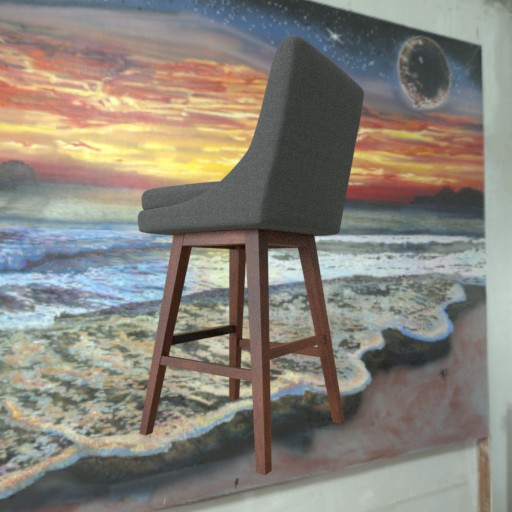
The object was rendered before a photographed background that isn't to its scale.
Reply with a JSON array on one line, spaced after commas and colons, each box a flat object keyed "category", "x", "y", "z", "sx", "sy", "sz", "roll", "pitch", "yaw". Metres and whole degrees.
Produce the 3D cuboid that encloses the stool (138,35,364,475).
[{"category": "stool", "x": 0.000, "y": 0.000, "z": 1.260, "sx": 0.524, "sy": 0.977, "sz": 0.447, "roll": -1, "pitch": -2, "yaw": 35}]
